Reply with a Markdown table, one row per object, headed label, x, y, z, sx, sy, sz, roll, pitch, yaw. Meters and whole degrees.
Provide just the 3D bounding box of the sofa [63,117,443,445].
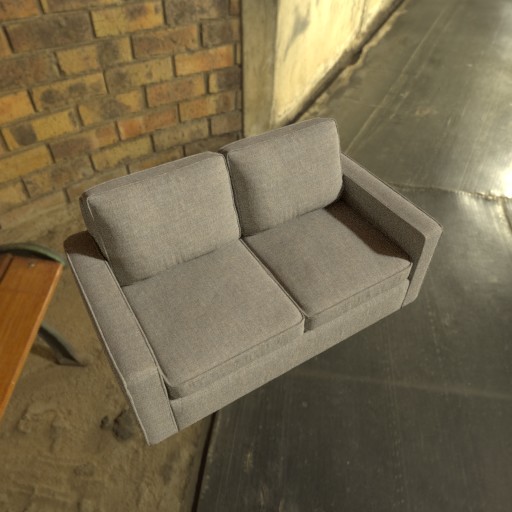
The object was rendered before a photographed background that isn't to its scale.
| label | x | y | z | sx | sy | sz | roll | pitch | yaw |
| --- | --- | --- | --- | --- | --- | --- | --- | --- | --- |
| sofa | 0.000 | 0.000 | 2.295 | 1.706 | 0.915 | 0.945 | -23 | 49 | -22 |
